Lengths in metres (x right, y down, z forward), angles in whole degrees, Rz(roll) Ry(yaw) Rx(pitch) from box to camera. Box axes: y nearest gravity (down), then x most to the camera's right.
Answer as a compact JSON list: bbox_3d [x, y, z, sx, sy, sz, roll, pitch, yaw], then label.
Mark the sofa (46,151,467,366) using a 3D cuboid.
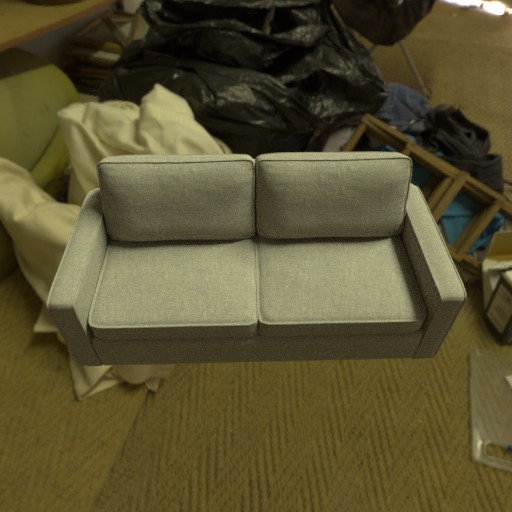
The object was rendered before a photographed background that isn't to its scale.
[{"bbox_3d":[0.000,0.000,2.559,2.078,0.918,0.945,-1,46,-1],"label":"sofa"}]
